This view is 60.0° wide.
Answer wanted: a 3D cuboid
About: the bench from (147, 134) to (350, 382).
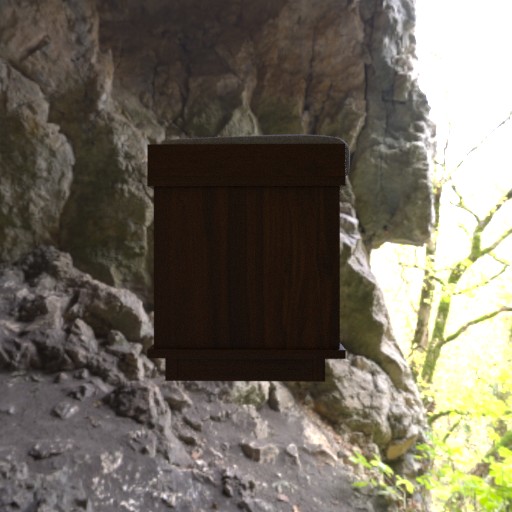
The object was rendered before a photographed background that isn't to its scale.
[{"bbox_3d":[0.000,0.000,1.380,0.367,0.468,1.196,0,0,1],"label":"bench"}]
